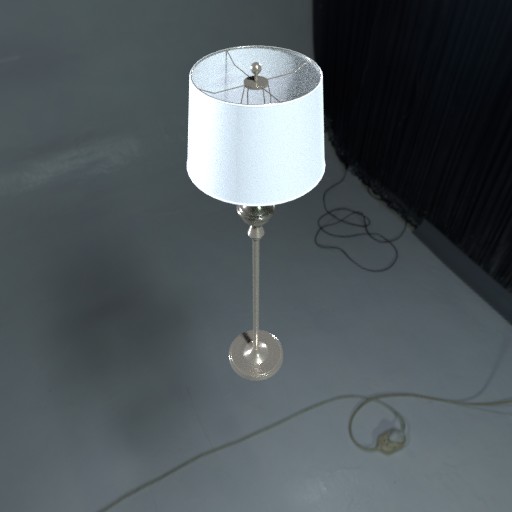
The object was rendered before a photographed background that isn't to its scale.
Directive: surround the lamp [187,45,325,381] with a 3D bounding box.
[{"bbox_3d":[0.000,0.000,1.706,0.431,1.488,0.431,0,47,0],"label":"lamp"}]
